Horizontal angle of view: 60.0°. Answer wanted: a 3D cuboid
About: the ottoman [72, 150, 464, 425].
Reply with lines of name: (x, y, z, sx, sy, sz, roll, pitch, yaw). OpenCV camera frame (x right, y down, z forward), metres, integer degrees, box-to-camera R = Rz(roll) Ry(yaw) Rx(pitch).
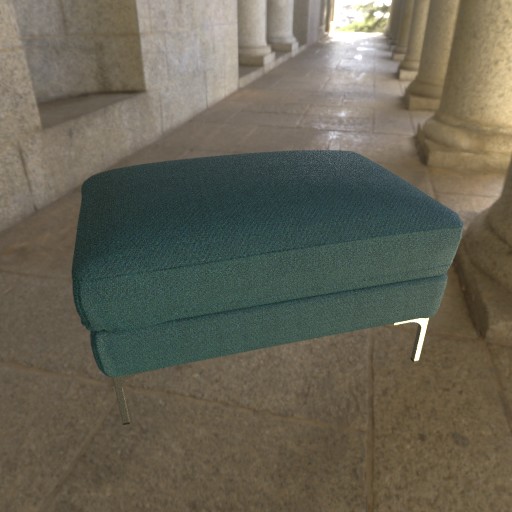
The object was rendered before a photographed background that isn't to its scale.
ottoman: (0.000, 0.000, 1.192, 0.856, 0.498, 0.563, -8, 31, -14)
